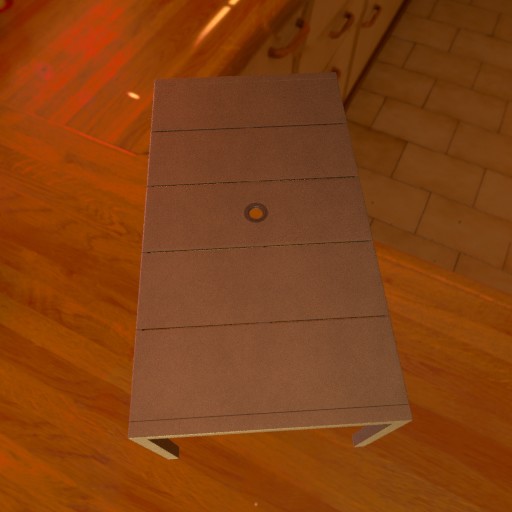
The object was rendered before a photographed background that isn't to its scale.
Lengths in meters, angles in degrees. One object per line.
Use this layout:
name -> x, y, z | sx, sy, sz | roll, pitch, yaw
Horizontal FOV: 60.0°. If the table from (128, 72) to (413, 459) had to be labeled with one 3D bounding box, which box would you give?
table -> 0.000, 0.000, 2.141 | 0.914, 0.735, 1.680 | -3, 61, -2
